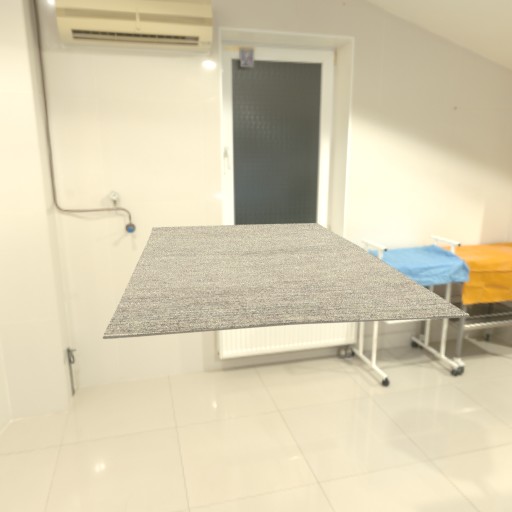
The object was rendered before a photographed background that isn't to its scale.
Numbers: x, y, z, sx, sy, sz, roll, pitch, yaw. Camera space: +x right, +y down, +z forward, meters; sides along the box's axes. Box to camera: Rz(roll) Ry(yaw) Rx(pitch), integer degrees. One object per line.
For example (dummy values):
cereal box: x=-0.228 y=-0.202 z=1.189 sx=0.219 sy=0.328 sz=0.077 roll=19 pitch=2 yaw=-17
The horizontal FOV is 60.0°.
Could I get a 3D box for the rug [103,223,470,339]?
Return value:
rug: x=0.000 y=0.000 z=2.228 sx=1.162 sy=0.022 sz=1.804 roll=-2 pitch=14 yaw=-8
